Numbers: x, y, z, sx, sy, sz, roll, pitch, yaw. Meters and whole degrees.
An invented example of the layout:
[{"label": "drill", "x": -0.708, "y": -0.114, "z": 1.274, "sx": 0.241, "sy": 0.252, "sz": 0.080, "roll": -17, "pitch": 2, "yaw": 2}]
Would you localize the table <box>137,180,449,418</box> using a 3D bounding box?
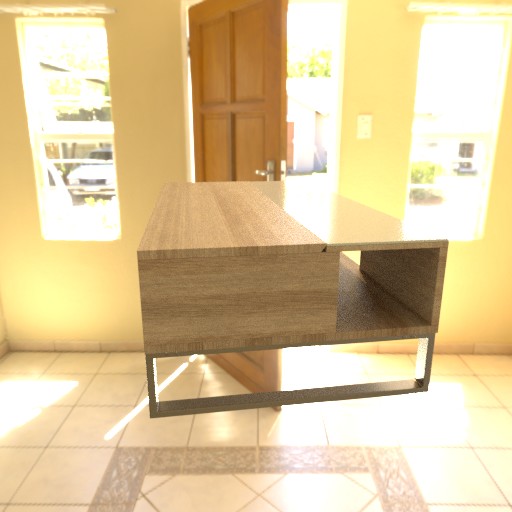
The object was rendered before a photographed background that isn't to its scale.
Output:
[{"label": "table", "x": 0.000, "y": 0.000, "z": 1.400, "sx": 0.600, "sy": 0.350, "sz": 1.100, "roll": -2, "pitch": 16, "yaw": -9}]
